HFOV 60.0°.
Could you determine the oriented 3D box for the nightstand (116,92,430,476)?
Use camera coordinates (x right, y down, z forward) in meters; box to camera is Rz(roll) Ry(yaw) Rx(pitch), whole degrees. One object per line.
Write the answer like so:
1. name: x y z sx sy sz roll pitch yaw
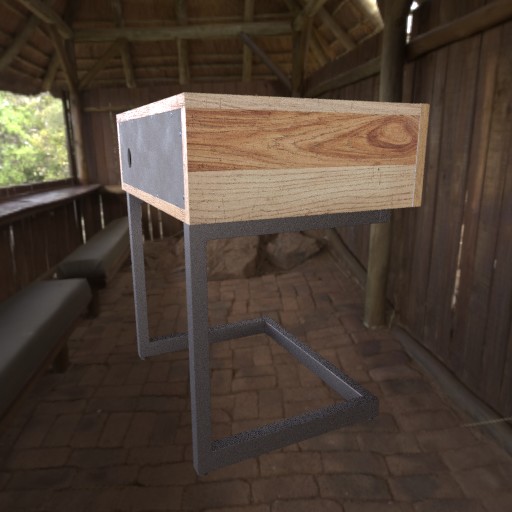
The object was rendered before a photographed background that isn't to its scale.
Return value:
1. nightstand: 0.000 0.000 1.009 0.481 0.632 0.558 -7 16 -25
